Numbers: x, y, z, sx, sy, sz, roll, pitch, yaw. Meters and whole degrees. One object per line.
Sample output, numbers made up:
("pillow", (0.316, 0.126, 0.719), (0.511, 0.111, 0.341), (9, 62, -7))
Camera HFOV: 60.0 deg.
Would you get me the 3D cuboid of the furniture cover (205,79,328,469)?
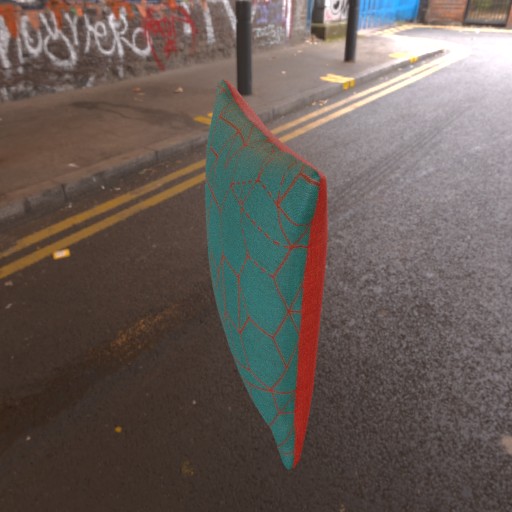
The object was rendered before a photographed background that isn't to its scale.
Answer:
("furniture cover", (0.000, 0.000, 0.792), (0.158, 0.508, 0.517), (-8, 33, -12))
